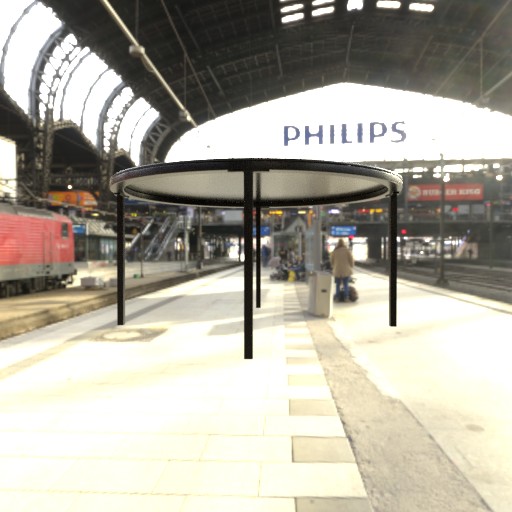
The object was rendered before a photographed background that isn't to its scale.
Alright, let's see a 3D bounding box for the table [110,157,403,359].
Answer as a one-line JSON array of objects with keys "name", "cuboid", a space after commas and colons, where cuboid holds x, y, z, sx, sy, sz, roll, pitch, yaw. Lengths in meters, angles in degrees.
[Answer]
[{"name": "table", "cuboid": [0.000, 0.000, 1.276, 0.800, 0.400, 0.800, 0, 1, 0]}]
